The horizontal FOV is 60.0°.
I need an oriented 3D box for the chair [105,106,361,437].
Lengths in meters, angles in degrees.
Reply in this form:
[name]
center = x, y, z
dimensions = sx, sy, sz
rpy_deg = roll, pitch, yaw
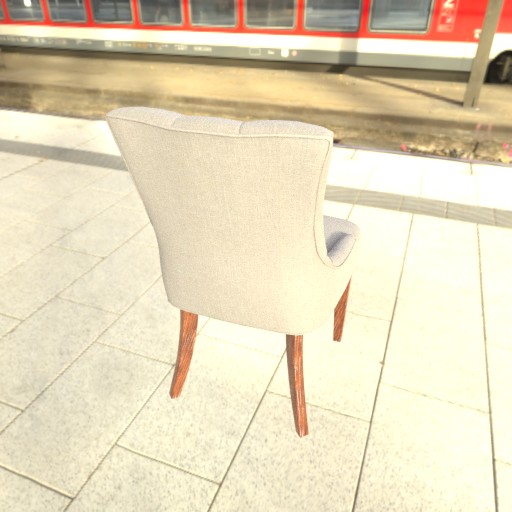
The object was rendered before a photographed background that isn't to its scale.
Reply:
[chair]
center = 0.000, 0.000, 1.211
dimensions = 0.509, 0.874, 0.565
rpy_deg = 11, 34, 16
